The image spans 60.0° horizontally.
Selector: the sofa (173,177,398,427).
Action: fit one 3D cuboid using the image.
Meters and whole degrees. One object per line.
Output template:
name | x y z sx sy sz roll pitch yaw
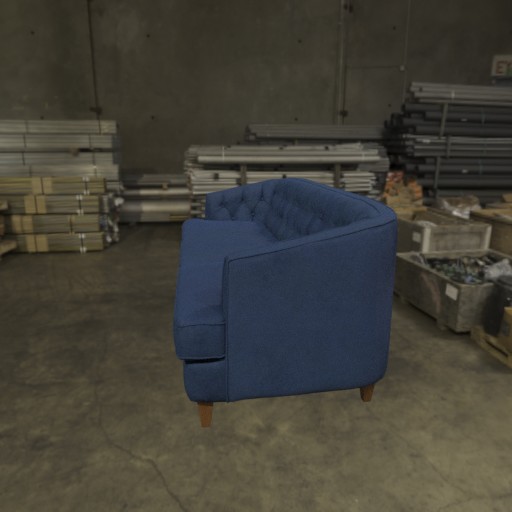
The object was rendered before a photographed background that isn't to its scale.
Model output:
sofa | 0.000 0.000 2.741 0.941 0.855 2.278 -2 14 -8
